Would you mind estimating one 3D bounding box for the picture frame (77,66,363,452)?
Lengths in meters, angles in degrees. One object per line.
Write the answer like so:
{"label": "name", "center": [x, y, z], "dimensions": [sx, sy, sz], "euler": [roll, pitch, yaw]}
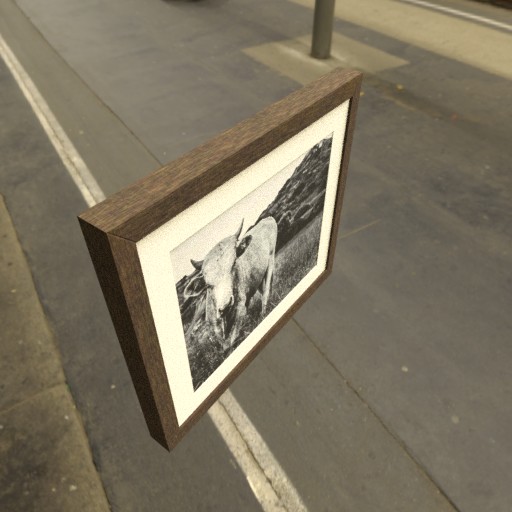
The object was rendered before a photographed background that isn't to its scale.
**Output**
{"label": "picture frame", "center": [0.000, 0.000, 0.529], "dimensions": [0.033, 0.330, 0.378], "euler": [27, 48, 27]}
